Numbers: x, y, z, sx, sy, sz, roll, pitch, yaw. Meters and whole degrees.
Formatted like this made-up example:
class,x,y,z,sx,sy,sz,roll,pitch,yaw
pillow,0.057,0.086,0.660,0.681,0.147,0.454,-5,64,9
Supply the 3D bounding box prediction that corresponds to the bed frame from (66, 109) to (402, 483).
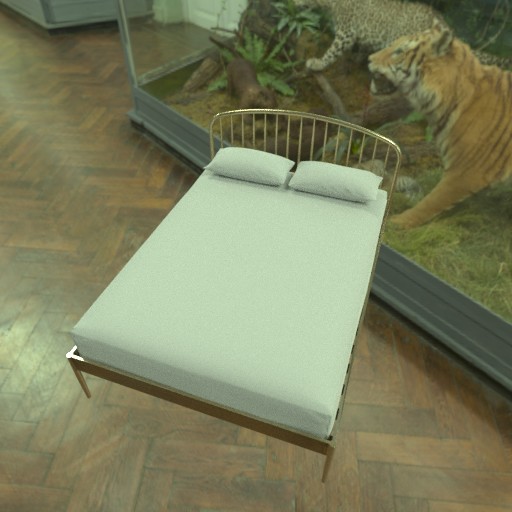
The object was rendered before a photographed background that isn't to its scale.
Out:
class,x,y,z,sx,sy,sz,roll,pitch,yaw
bed frame,0.000,0.000,3.067,1.612,1.175,2.152,14,44,14
